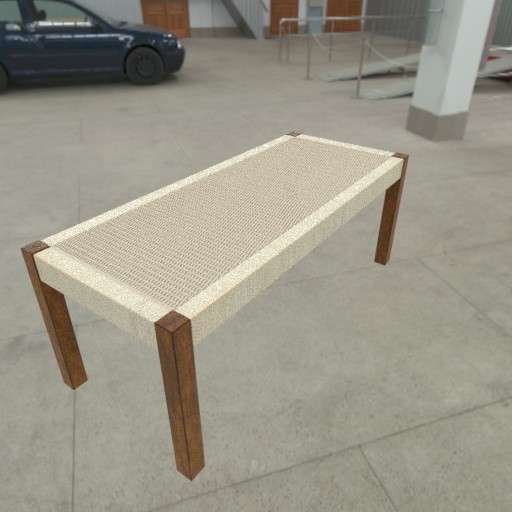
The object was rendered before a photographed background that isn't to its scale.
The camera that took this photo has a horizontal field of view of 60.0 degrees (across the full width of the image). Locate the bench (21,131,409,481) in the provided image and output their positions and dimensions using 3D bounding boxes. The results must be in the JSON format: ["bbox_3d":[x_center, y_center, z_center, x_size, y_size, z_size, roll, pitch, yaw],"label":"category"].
[{"bbox_3d":[0.000,0.000,1.453,0.507,0.457,1.198,21,37,30],"label":"bench"}]
